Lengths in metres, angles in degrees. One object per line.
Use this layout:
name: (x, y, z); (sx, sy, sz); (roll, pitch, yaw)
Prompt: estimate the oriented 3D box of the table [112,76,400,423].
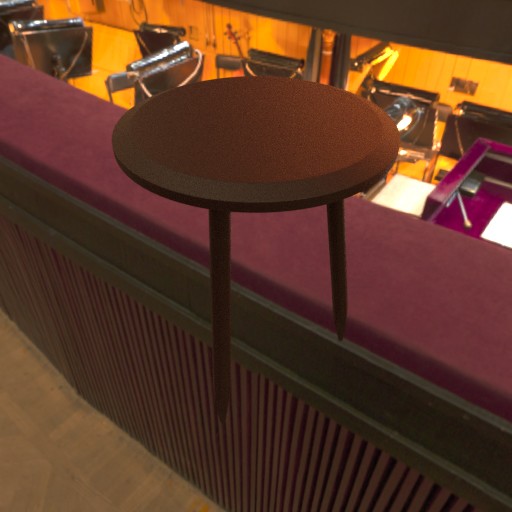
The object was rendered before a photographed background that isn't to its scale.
table: (0.000, 0.000, 0.906); (0.457, 0.585, 0.457); (0, 40, 0)
